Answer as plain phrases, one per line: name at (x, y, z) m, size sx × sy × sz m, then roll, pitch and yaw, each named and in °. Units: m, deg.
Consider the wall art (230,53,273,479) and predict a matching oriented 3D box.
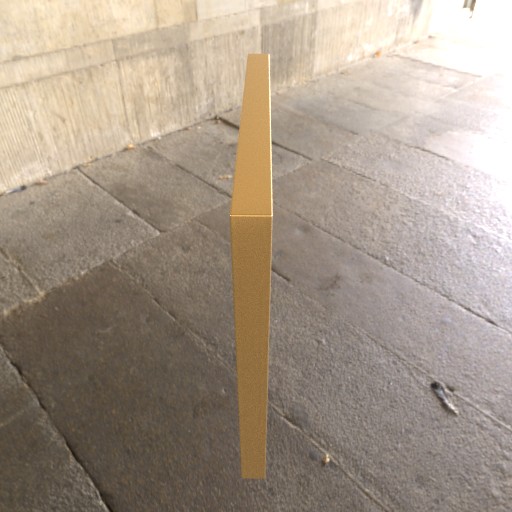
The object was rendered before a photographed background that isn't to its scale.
wall art at (0.000, 0.000, 0.449) m, size 0.023 × 0.305 × 0.305 m, roll 1°, pitch 39°, yaw 1°
